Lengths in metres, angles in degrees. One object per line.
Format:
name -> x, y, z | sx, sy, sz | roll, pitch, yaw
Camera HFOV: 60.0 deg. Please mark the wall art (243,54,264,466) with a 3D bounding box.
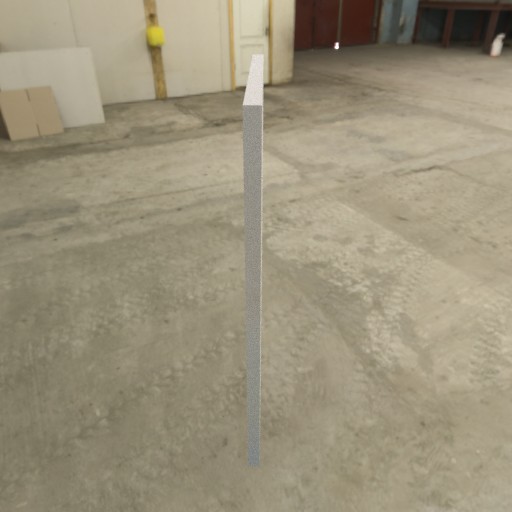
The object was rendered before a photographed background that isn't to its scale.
wall art -> 0.000, 0.000, 1.478 | 0.038, 1.143, 0.764 | 1, 31, 1
